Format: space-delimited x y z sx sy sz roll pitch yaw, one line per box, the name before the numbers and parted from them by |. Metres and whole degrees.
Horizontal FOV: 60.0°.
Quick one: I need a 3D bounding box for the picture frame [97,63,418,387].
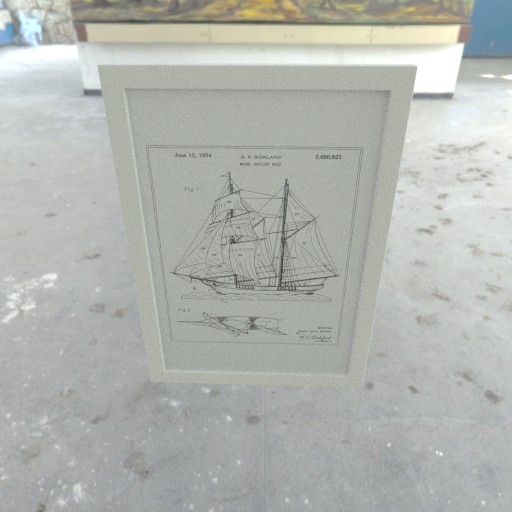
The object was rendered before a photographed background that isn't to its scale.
picture frame | 0.000 0.000 0.666 0.381 0.534 0.012 1 31 2
